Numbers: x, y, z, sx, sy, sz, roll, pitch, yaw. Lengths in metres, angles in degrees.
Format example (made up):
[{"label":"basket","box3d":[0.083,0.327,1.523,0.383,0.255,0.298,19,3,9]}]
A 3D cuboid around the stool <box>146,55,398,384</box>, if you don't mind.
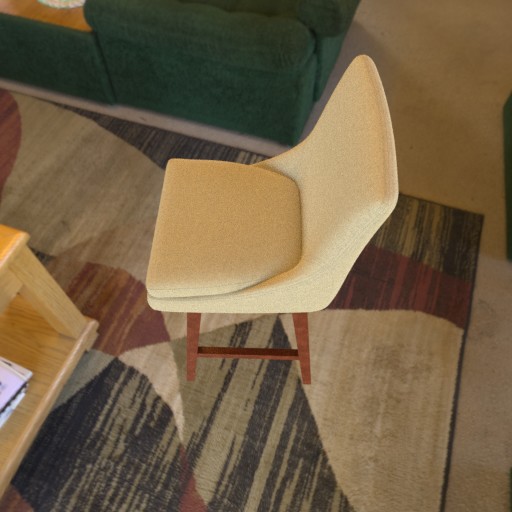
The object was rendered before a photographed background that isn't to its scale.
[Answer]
[{"label":"stool","box3d":[0.000,0.000,1.359,0.559,1.092,0.470,1,58,1]}]
